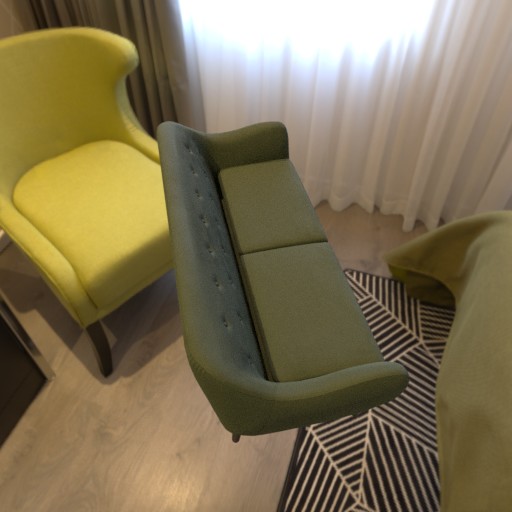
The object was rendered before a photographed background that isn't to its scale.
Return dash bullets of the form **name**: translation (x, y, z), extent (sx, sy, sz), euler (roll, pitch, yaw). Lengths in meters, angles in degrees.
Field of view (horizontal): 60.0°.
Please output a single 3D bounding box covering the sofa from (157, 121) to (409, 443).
- **sofa**: translation (0.000, 0.000, 2.322), extent (0.820, 0.836, 1.840), euler (-9, 48, -8)
